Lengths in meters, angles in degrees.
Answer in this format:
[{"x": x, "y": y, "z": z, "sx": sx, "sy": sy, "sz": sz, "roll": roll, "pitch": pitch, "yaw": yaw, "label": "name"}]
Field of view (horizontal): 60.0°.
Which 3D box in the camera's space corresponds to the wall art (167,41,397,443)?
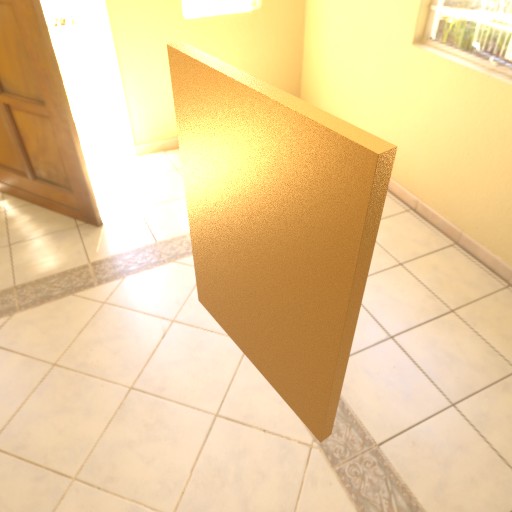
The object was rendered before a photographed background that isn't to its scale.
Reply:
[{"x": 0.000, "y": 0.000, "z": 1.053, "sx": 0.038, "sy": 0.812, "sz": 0.610, "roll": -26, "pitch": 47, "yaw": -26, "label": "wall art"}]
